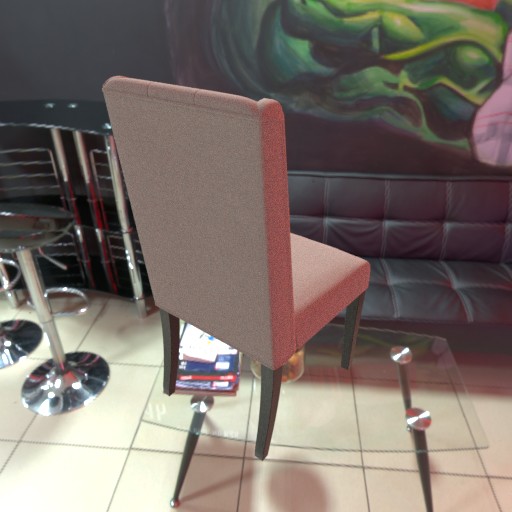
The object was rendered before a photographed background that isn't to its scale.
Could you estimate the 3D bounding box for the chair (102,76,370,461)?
[{"bbox_3d":[0.000,0.000,1.232,0.474,0.961,0.523,22,37,32],"label":"chair"}]
